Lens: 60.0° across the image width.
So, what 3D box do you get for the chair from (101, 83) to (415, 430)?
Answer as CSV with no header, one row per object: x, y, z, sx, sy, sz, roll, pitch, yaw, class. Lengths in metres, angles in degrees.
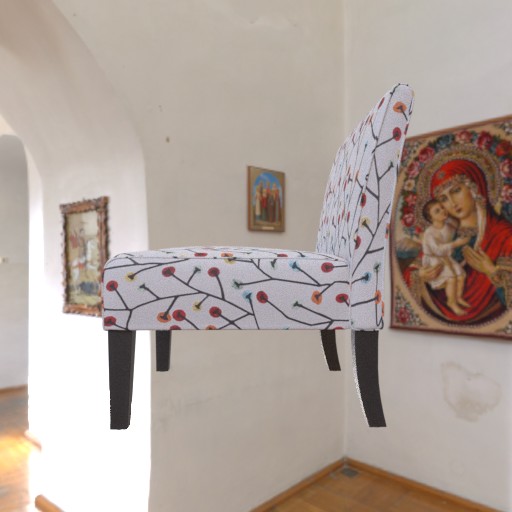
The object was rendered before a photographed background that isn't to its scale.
0.000,0.000,1.312,0.732,0.813,0.597,0,0,-1,chair
